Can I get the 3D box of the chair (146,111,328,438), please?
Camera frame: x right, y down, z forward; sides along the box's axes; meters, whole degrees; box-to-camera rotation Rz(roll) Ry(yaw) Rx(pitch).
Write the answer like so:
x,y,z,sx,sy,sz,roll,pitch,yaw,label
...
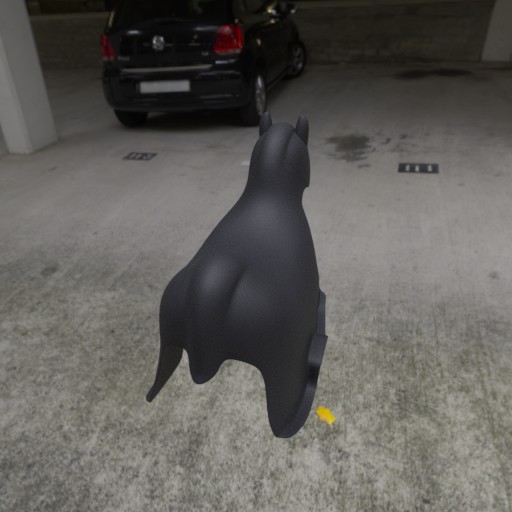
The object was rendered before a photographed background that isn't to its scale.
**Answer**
x,y,z,sx,sy,sz,roll,pitch,yaw,label
0.000,0.000,1.182,0.429,0.612,0.800,10,34,14,chair
